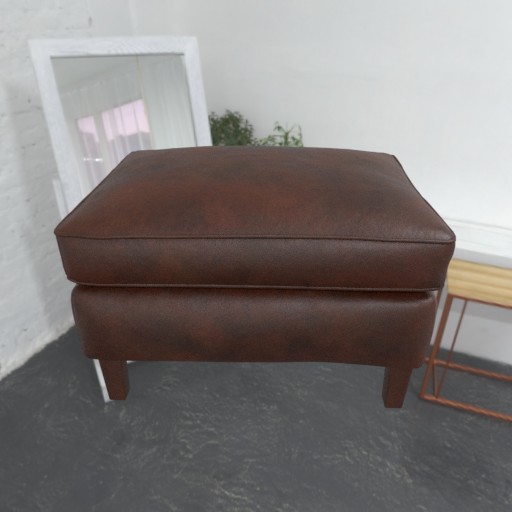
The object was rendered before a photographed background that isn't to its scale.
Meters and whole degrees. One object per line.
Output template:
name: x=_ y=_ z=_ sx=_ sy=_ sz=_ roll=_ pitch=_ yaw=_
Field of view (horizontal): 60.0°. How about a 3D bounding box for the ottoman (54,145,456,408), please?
ottoman: x=0.000 y=0.000 z=0.972 sx=0.665 sy=0.432 sz=0.501 roll=1 pitch=30 yaw=2
